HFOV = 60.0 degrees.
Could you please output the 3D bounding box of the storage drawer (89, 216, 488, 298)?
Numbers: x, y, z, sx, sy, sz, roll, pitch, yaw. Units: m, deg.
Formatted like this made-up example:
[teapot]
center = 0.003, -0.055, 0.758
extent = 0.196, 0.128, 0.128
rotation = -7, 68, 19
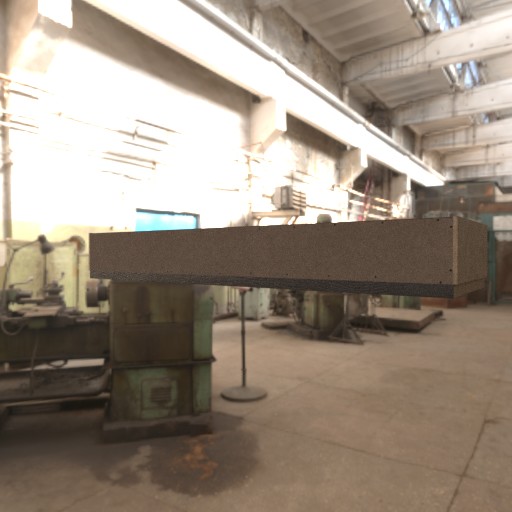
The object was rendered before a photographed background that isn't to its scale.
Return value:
[storage drawer]
center = 0.000, 0.000, 2.308
extent = 2.072, 0.274, 0.591
rotation = 0, 0, 36
